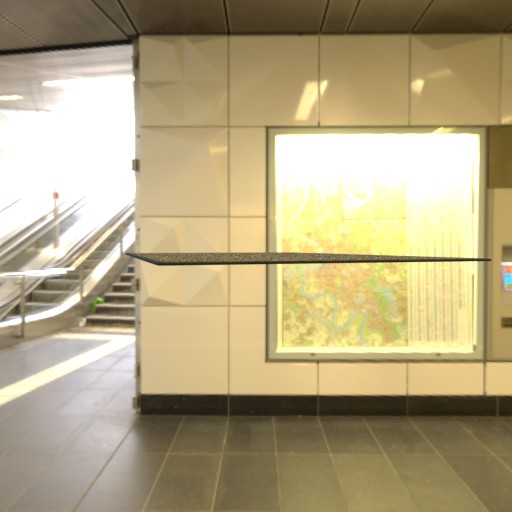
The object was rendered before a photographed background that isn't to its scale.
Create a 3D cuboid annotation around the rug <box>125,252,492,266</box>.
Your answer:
[{"bbox_3d":[0.000,0.000,2.302,1.219,0.010,1.829,0,1,-19],"label":"rug"}]
